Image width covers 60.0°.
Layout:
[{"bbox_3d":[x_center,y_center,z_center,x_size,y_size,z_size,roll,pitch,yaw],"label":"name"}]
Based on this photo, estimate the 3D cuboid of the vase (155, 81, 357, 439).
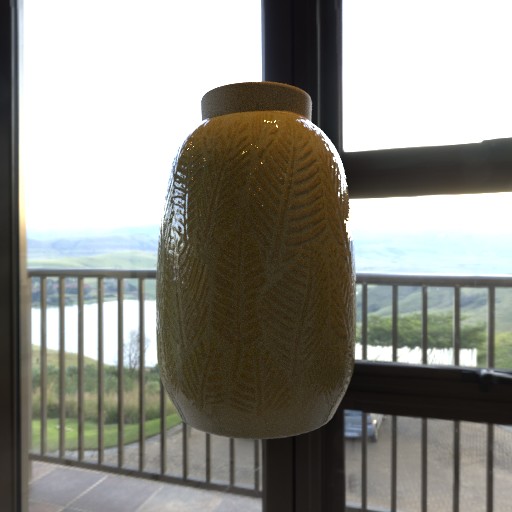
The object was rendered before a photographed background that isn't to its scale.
[{"bbox_3d":[0.000,0.000,0.389,0.172,0.270,0.172,0,0,0],"label":"vase"}]
